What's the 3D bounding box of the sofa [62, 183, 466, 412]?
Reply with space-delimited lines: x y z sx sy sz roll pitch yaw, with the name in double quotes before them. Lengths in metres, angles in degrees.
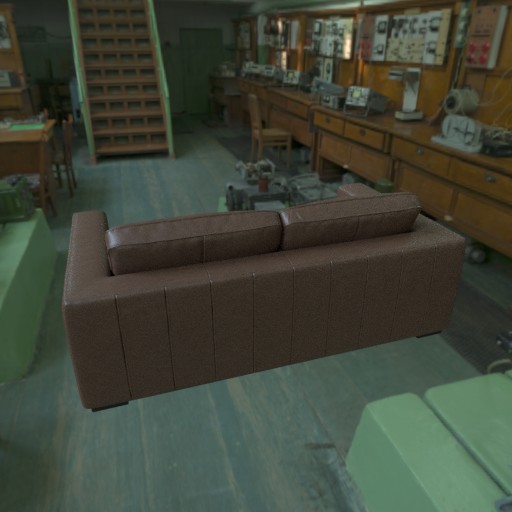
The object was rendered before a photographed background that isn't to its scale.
"sofa" 0.000 0.000 2.465 1.920 0.800 1.070 -8 27 -17
